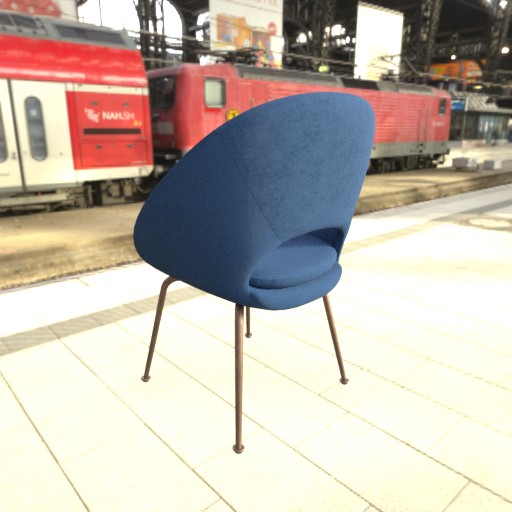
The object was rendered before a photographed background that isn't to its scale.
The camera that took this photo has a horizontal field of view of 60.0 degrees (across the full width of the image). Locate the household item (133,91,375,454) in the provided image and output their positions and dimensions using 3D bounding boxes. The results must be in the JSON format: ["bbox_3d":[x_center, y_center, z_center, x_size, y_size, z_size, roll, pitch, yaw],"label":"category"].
[{"bbox_3d":[0.000,0.000,1.267,0.623,0.852,0.573,-15,22,-42],"label":"household item"}]
